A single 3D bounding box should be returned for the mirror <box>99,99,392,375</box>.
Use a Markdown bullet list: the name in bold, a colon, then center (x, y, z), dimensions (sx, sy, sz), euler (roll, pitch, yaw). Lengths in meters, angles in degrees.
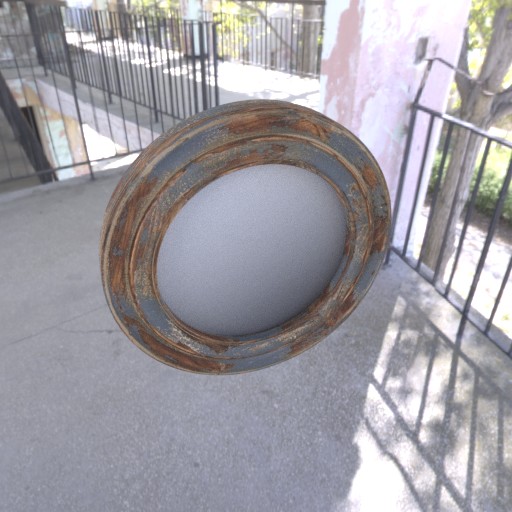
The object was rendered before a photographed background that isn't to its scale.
- **mirror**: center (0.000, 0.000, 0.878), dimensions (0.585, 0.585, 0.061), euler (-10, 33, -16)
